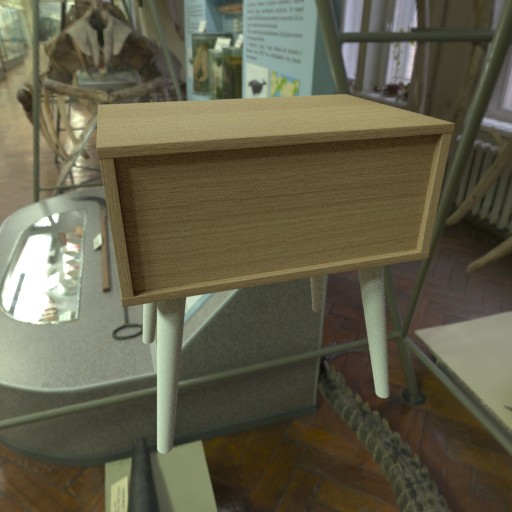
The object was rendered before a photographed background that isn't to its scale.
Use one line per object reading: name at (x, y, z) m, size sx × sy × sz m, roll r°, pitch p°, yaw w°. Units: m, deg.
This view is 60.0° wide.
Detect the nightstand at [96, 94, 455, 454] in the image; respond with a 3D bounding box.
nightstand at (0.000, 0.000, 0.977) m, size 0.571 × 0.610 × 0.407 m, roll -8°, pitch 28°, yaw -15°
